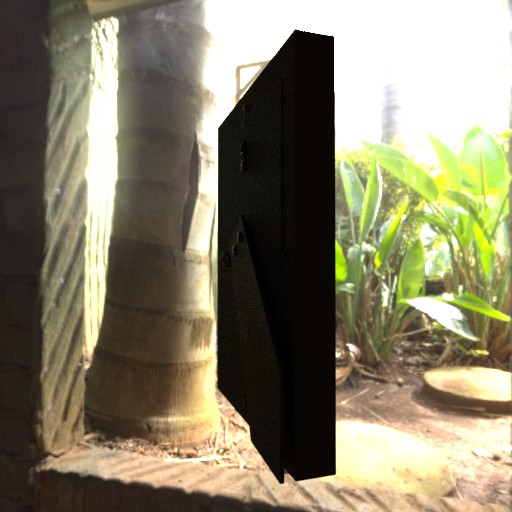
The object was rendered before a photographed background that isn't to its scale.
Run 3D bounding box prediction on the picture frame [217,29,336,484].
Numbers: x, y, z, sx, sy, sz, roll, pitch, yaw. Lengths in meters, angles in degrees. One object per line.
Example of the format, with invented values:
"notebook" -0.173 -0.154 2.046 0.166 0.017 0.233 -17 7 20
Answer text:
"picture frame" 0.000 0.000 0.280 0.028 0.208 0.157 0 -1 -18
